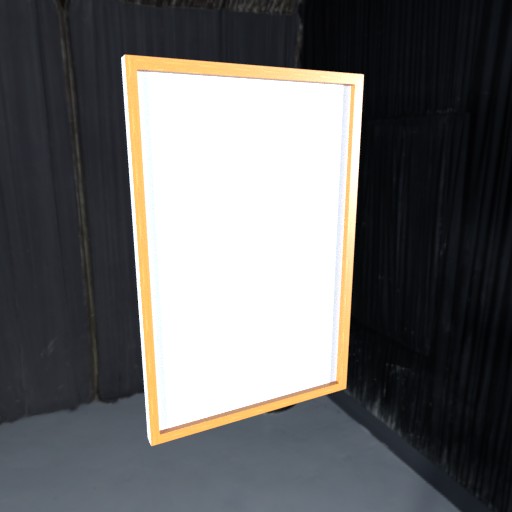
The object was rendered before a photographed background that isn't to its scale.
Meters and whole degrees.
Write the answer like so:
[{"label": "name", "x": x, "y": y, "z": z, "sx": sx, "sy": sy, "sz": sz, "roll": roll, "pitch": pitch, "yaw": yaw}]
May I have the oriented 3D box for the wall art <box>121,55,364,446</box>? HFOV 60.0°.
[{"label": "wall art", "x": 0.000, "y": 0.000, "z": 0.765, "sx": 0.405, "sy": 0.608, "sz": 0.025, "roll": -7, "pitch": 16, "yaw": -25}]
